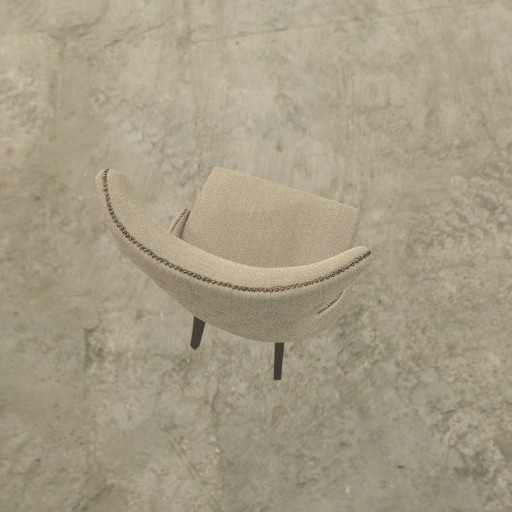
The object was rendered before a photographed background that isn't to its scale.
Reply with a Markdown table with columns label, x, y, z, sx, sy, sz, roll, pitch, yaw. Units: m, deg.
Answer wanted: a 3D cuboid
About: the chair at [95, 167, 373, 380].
| label | x | y | z | sx | sy | sz | roll | pitch | yaw |
| --- | --- | --- | --- | --- | --- | --- | --- | --- | --- |
| chair | 0.000 | 0.000 | 1.370 | 0.628 | 0.967 | 0.635 | 18 | 65 | 9 |
